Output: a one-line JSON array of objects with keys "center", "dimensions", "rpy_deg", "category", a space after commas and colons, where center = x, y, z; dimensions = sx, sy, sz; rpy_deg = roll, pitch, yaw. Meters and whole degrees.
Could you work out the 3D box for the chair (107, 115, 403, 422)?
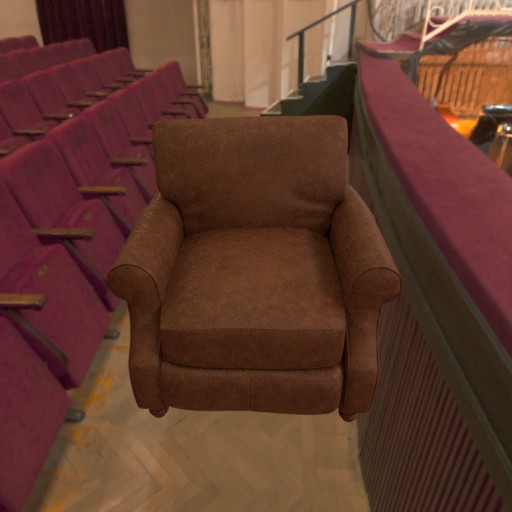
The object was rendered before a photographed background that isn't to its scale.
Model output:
[{"center": [0.000, 0.000, 1.797], "dimensions": [0.996, 0.976, 1.002], "rpy_deg": [1, 29, 1], "category": "chair"}]
